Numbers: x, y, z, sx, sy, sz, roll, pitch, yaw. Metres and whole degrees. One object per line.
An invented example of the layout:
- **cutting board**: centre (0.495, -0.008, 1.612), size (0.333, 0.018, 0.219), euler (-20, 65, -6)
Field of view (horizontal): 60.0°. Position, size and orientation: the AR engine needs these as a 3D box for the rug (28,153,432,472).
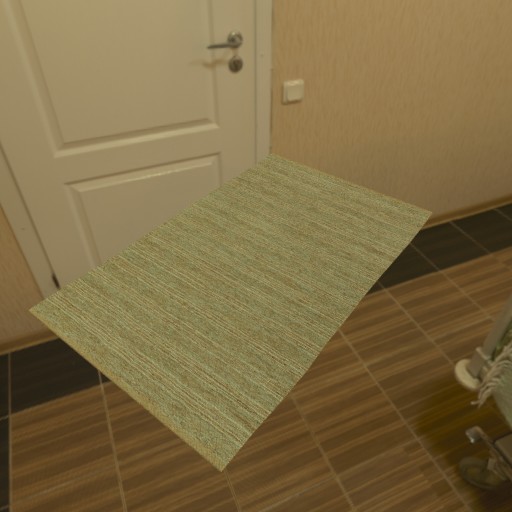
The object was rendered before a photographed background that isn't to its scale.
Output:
- **rug**: centre (0.000, 0.000, 3.006), size (1.540, 0.012, 2.448), euler (27, 48, 28)
